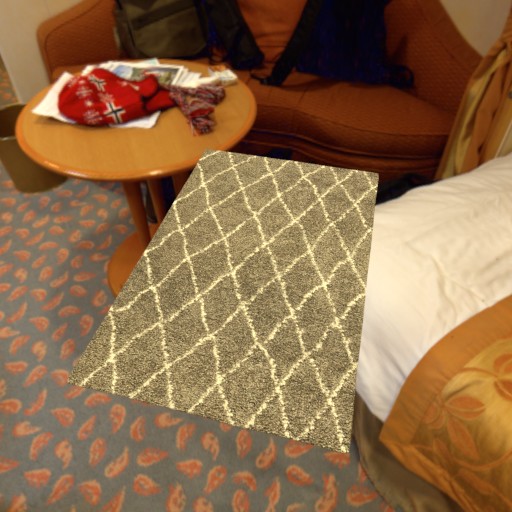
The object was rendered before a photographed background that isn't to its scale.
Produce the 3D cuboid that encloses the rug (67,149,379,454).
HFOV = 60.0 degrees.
[{"bbox_3d":[0.000,0.000,3.564,1.778,0.030,2.743,10,47,10],"label":"rug"}]
